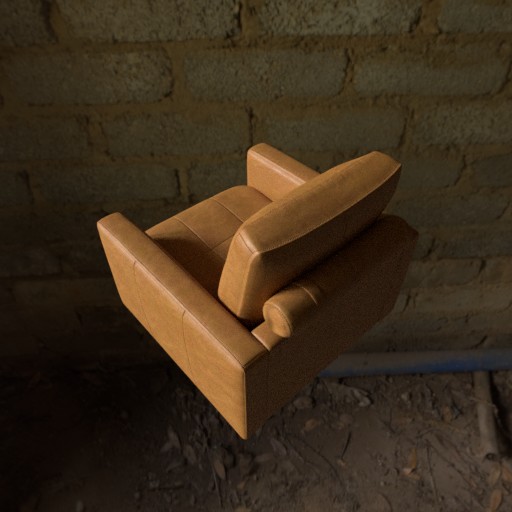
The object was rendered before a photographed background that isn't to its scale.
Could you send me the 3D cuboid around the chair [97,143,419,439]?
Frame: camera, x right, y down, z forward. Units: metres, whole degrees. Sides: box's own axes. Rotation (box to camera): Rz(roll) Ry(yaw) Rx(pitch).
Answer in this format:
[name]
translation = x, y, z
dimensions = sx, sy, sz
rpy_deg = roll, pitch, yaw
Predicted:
[chair]
translation = 0.000, 0.000, 1.622
dimensions = 0.831, 0.896, 0.868
rpy_deg = -32, 53, -28
